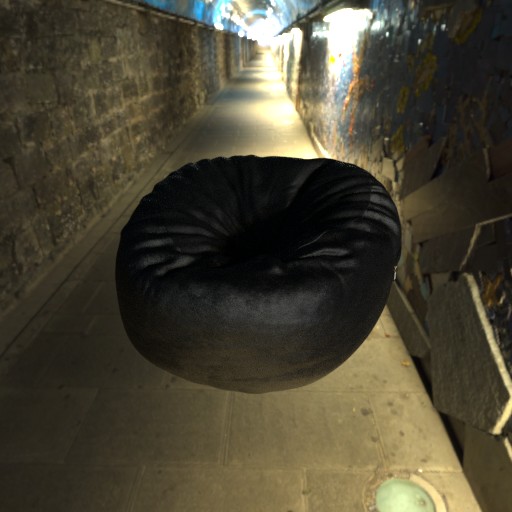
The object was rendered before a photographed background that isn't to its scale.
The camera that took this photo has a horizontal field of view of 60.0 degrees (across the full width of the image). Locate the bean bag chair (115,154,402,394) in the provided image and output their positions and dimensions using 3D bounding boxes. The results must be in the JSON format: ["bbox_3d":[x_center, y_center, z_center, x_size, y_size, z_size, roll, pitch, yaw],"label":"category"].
[{"bbox_3d":[0.000,0.000,2.454,1.524,0.878,1.524,7,27,15],"label":"bean bag chair"}]
